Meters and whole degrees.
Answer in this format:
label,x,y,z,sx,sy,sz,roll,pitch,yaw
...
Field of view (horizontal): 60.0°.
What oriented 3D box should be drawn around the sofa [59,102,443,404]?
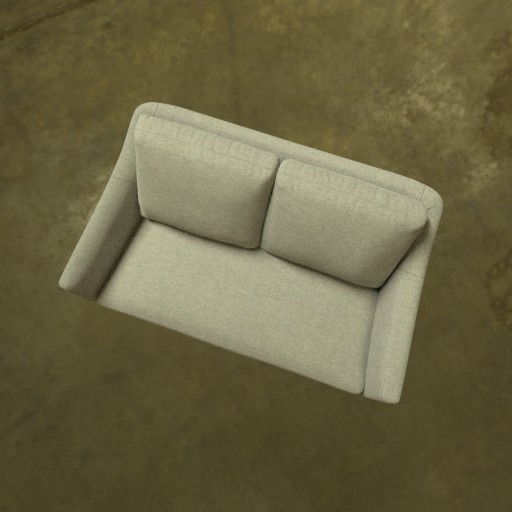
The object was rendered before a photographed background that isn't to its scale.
label,x,y,z,sx,sy,sz,roll,pitch,yaw
sofa,0.000,0.000,2.218,1.619,0.904,0.960,18,77,4
